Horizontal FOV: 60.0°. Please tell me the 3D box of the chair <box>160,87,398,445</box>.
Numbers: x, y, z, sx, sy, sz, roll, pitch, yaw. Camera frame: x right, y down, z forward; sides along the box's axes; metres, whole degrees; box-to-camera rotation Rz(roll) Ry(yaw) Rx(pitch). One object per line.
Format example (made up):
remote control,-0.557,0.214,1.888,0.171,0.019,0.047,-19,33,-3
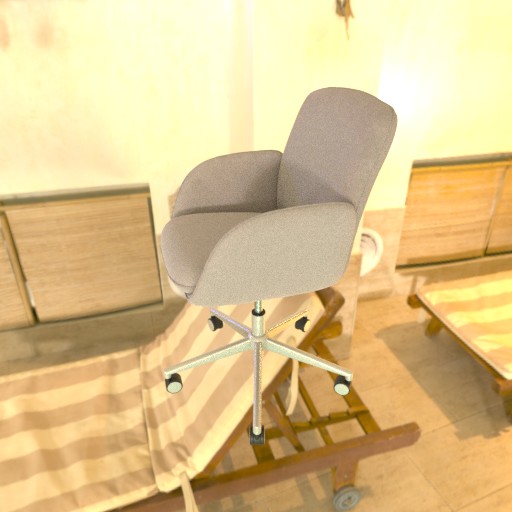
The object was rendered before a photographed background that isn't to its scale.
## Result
chair,0.000,0.000,1.396,0.654,0.959,0.648,-8,29,-15
